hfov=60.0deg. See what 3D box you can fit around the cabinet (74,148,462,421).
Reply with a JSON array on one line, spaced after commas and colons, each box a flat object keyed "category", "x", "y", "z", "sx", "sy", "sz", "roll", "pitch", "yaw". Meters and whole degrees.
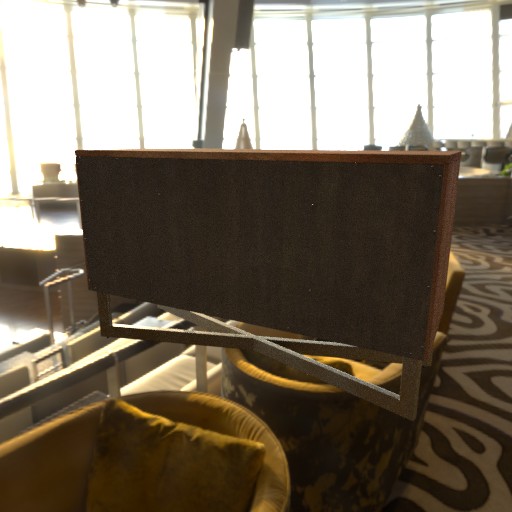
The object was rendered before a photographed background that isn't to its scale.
[{"category": "cabinet", "x": 0.000, "y": 0.000, "z": 1.751, "sx": 1.373, "sy": 0.812, "sz": 0.480, "roll": 8, "pitch": 16, "yaw": 27}]
